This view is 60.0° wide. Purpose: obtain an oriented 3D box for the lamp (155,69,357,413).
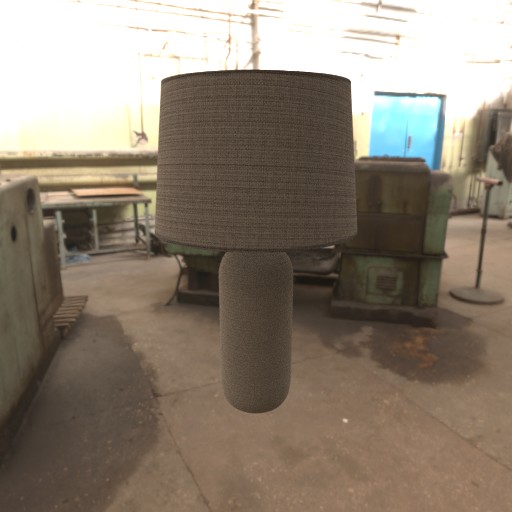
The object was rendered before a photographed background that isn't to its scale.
[{"bbox_3d":[0.000,0.000,0.835,0.367,0.609,0.367,0,15,0],"label":"lamp"}]
